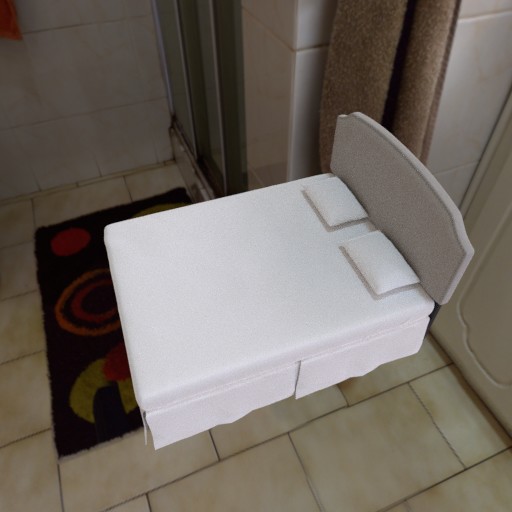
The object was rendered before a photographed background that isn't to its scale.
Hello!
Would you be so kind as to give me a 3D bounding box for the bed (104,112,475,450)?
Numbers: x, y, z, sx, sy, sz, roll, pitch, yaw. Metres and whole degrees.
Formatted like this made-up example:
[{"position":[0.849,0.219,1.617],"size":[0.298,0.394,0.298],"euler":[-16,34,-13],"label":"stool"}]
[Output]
[{"position":[0.000,0.000,2.991],"size":[1.999,1.270,1.558],"euler":[-15,49,-13],"label":"bed"}]
